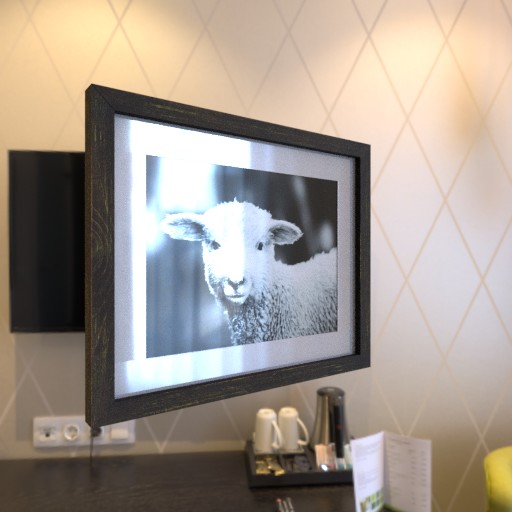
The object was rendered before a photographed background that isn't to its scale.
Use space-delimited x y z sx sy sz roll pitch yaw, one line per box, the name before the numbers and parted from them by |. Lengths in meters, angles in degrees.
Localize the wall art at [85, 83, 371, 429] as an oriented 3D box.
wall art | 0.000 0.000 0.762 0.558 0.457 0.032 0 0 -36
